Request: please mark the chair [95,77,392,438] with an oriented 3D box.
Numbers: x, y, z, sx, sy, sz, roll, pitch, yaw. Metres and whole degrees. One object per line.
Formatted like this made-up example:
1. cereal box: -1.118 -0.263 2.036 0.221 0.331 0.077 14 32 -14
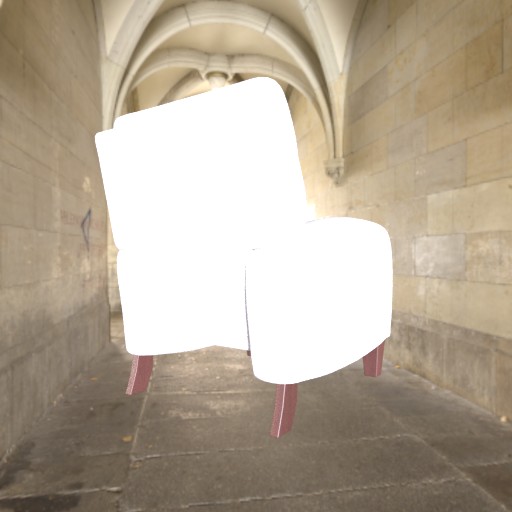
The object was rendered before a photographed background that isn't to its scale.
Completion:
1. chair: 0.000 0.000 1.678 0.762 0.990 0.990 0 0 36
